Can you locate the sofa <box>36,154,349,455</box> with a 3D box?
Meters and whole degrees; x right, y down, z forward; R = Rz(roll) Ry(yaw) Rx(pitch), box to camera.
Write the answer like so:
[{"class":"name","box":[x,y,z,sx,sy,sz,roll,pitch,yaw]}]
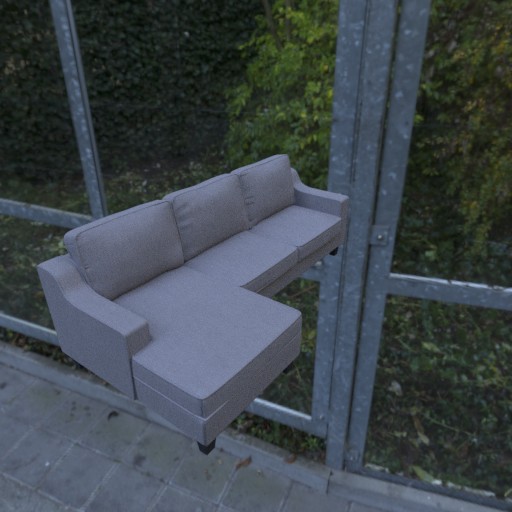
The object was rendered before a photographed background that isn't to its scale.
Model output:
[{"class":"sofa","box":[0.000,0.000,3.260,1.294,0.928,2.561,19,33,32]}]
